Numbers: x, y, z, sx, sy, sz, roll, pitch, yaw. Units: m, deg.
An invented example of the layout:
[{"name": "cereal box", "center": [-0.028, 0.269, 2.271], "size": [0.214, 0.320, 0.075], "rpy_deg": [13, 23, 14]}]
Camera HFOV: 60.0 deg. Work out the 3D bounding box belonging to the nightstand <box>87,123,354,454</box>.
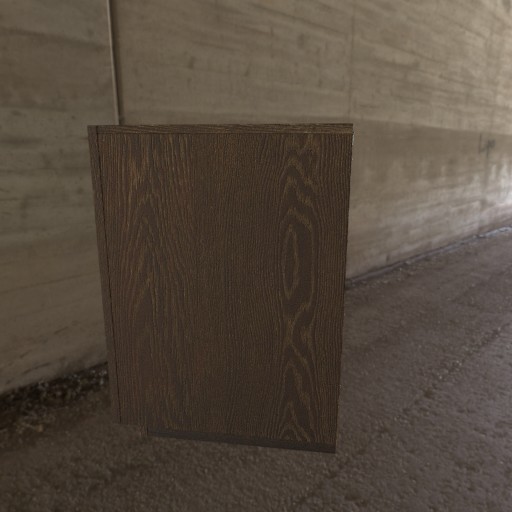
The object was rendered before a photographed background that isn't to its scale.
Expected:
[{"name": "nightstand", "center": [0.000, 0.000, 1.137], "size": [0.457, 0.612, 0.775], "rpy_deg": [2, 14, 8]}]
